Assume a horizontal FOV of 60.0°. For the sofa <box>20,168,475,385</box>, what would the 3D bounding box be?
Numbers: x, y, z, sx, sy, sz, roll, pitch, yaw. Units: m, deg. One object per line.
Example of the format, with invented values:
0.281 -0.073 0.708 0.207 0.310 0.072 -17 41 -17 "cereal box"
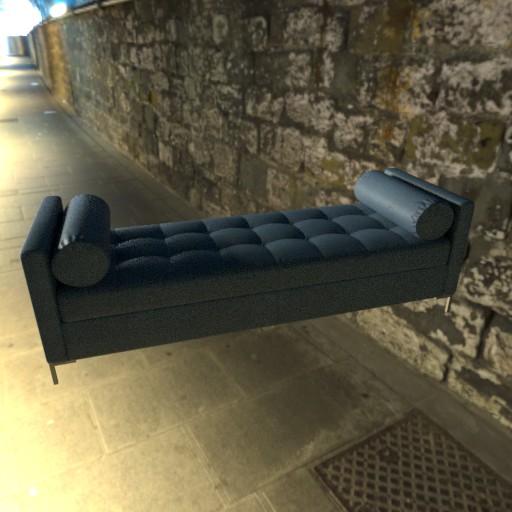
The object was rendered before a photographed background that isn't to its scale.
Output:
0.000 0.000 2.263 1.981 0.635 0.686 -7 27 -15 "sofa"
